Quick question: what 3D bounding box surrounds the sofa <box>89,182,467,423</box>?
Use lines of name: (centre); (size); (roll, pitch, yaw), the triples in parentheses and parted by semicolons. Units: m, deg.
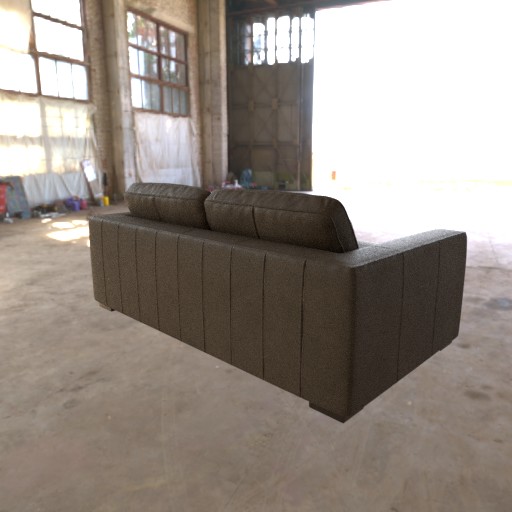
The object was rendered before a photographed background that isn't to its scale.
sofa: (0.000, 0.000, 2.483); (1.920, 0.800, 1.070); (12, 17, 43)
